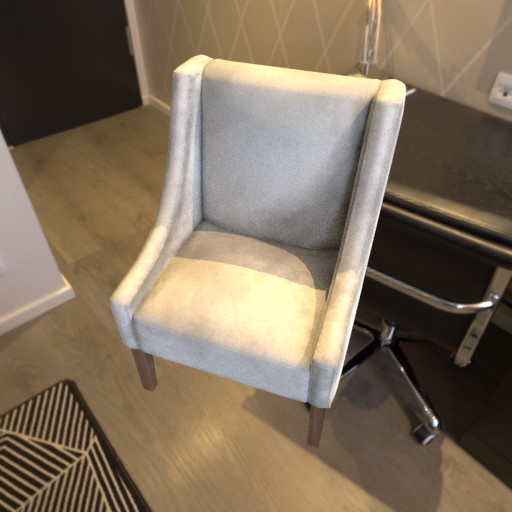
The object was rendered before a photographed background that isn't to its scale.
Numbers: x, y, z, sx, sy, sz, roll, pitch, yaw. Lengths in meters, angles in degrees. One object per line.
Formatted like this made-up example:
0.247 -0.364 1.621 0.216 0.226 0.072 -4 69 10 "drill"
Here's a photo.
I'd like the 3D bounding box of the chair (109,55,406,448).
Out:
0.000 0.000 1.302 0.629 0.895 0.629 13 45 14 "chair"
